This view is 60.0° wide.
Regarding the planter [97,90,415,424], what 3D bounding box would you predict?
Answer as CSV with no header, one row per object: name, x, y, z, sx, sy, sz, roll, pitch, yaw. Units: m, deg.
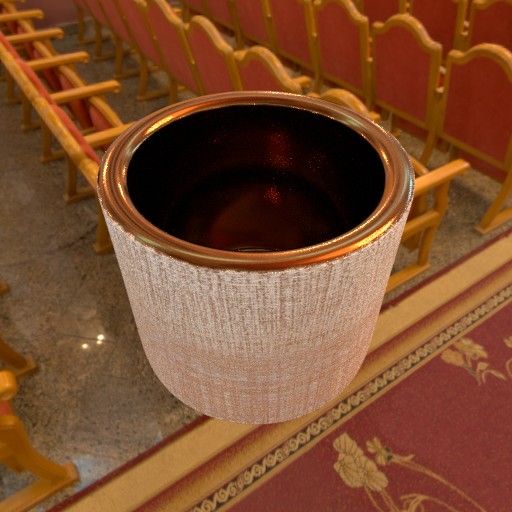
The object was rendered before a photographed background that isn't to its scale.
planter,0.000,0.000,0.304,0.177,0.157,0.177,0,45,0
